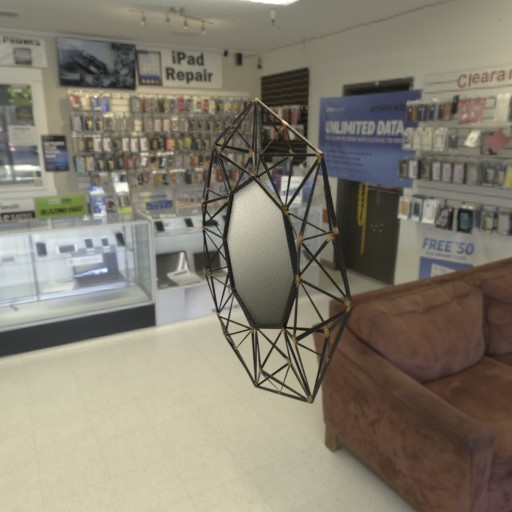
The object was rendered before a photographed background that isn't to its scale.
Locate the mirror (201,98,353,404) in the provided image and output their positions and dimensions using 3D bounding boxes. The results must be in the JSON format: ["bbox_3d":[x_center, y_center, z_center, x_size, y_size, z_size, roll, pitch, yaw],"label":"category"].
[{"bbox_3d":[0.000,0.000,1.056,0.094,0.710,0.710,-8,18,-26],"label":"mirror"}]
